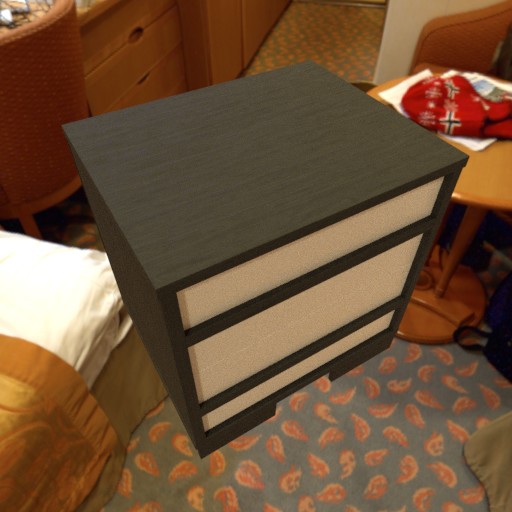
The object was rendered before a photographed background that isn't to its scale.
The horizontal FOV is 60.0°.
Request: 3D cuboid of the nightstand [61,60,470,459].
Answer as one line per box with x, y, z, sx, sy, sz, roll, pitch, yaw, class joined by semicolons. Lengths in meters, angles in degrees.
0.000;0.000;0.751;0.427;0.448;0.347;-23;51;-21;nightstand
